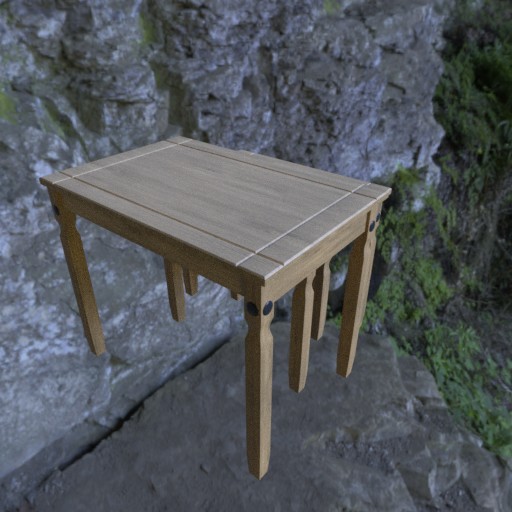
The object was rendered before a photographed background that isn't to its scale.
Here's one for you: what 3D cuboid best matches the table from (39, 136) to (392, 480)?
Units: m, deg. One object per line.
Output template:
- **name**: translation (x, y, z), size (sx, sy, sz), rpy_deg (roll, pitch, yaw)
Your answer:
- **table**: translation (0.000, 0.000, 1.236), size (0.660, 0.535, 0.773), rpy_deg (23, 38, 33)
